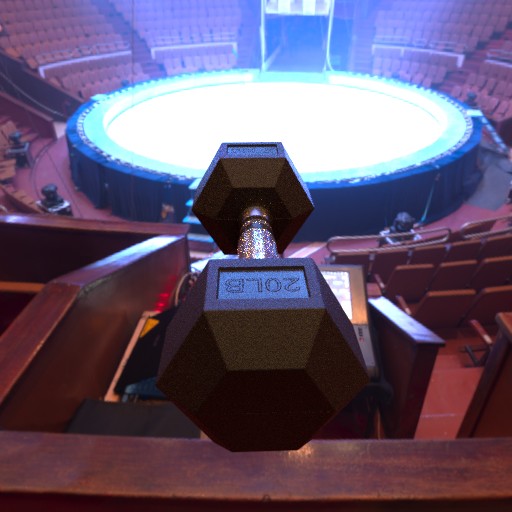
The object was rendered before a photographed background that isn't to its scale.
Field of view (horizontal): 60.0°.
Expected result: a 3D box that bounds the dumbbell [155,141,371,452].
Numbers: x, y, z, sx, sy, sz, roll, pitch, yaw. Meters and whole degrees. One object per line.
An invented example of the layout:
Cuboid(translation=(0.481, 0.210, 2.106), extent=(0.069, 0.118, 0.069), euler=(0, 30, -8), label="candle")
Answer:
Cuboid(translation=(0.000, 0.000, 0.317), extent=(0.106, 0.092, 0.272), euler=(-1, 32, -2), label="dumbbell")
